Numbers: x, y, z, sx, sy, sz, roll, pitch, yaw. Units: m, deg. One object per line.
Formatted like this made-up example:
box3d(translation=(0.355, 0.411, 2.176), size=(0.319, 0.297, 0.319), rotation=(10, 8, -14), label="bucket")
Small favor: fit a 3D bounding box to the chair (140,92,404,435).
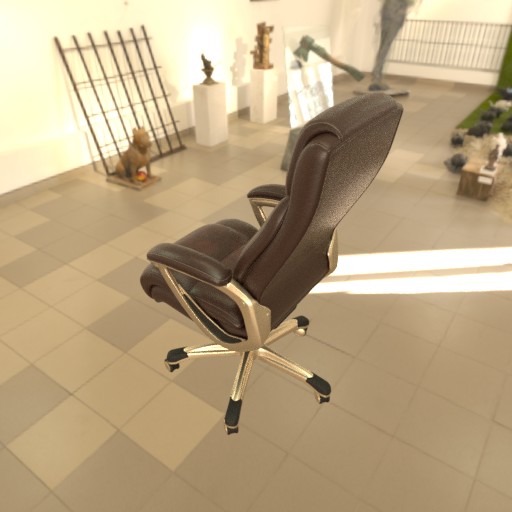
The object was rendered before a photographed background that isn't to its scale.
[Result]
box3d(translation=(0.000, 0.000, 1.623), size=(0.749, 1.194, 0.692), rotation=(20, 38, 29), label="chair")
